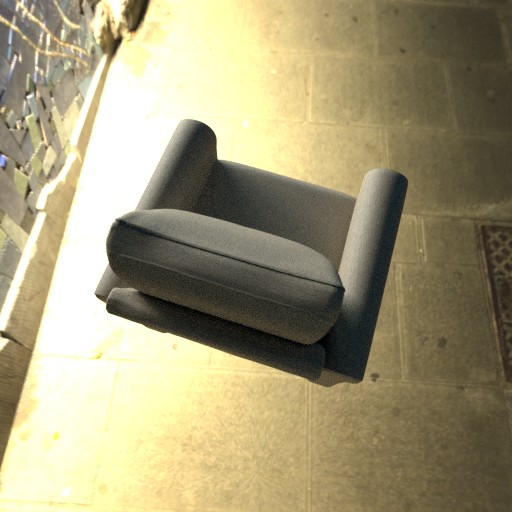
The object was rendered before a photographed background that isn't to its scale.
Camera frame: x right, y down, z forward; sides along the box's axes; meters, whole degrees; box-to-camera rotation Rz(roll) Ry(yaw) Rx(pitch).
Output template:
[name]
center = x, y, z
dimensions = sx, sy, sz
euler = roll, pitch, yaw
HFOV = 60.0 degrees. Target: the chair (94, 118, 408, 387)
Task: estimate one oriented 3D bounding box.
[chair]
center = 0.000, 0.000, 2.252
dimensions = 1.275, 1.349, 1.180
euler = 16, 65, 8
